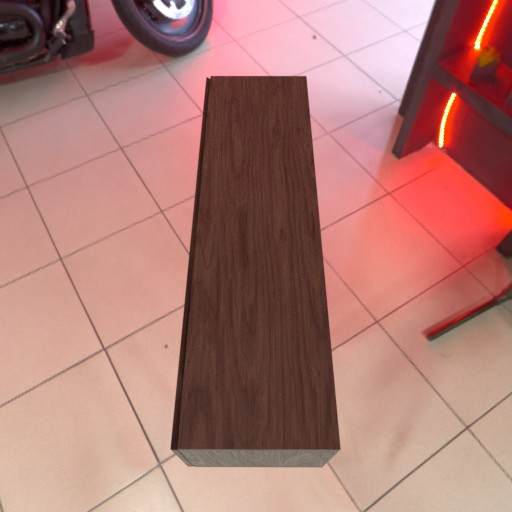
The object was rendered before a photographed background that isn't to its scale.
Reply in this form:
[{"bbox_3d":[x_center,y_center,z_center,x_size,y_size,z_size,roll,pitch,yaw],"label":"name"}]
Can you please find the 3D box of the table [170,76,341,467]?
[{"bbox_3d":[0.000,0.000,1.635,0.405,0.508,1.397,0,58,0],"label":"table"}]
